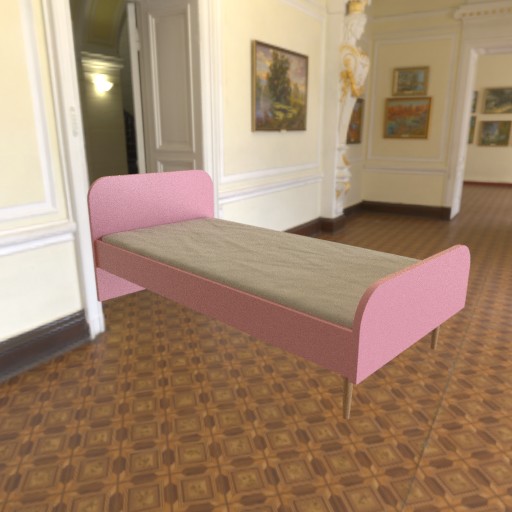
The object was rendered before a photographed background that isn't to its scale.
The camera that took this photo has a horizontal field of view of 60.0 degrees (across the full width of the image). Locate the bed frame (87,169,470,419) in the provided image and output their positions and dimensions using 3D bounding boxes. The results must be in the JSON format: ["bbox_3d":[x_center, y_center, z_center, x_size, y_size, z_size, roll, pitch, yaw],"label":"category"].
[{"bbox_3d":[0.000,0.000,2.505,1.963,0.805,0.998,15,22,42],"label":"bed frame"}]
